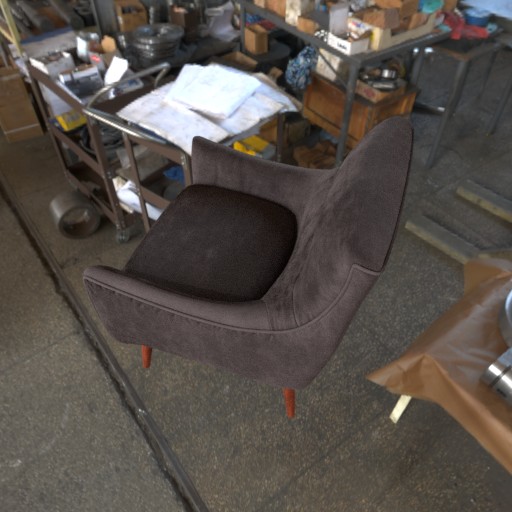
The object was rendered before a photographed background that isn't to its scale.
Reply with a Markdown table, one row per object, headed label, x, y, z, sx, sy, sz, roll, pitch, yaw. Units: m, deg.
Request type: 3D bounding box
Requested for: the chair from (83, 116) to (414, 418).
| label | x | y | z | sx | sy | sz | roll | pitch | yaw |
| --- | --- | --- | --- | --- | --- | --- | --- | --- | --- |
| chair | 0.000 | 0.000 | 1.458 | 0.787 | 0.838 | 0.762 | 15 | 49 | 13 |
